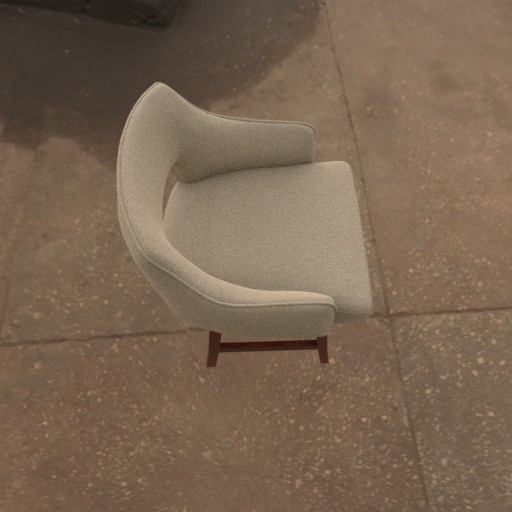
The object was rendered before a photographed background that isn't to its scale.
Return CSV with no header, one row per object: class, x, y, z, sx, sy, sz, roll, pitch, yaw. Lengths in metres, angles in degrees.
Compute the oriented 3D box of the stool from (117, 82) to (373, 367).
stool,0.000,0.000,1.283,0.560,0.936,0.550,-2,63,-1
